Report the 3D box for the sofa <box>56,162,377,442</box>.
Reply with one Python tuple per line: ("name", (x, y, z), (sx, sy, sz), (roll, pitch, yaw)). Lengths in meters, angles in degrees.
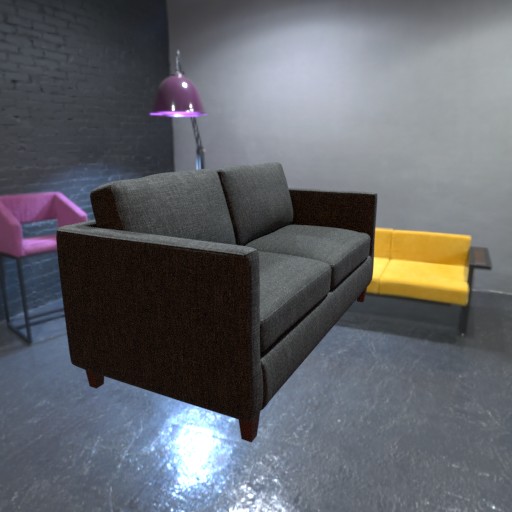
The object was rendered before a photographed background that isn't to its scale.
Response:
("sofa", (0.000, 0.000, 2.487), (0.950, 0.963, 1.884), (8, 17, 26))
